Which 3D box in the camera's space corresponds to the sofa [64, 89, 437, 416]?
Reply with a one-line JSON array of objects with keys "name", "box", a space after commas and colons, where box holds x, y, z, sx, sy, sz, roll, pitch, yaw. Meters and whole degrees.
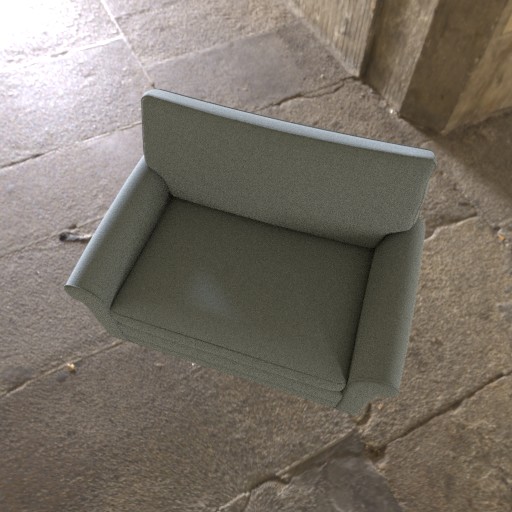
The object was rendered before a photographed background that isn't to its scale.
[{"name": "sofa", "box": [0.000, 0.000, 2.028, 1.410, 0.953, 0.940, 16, 61, 9]}]
